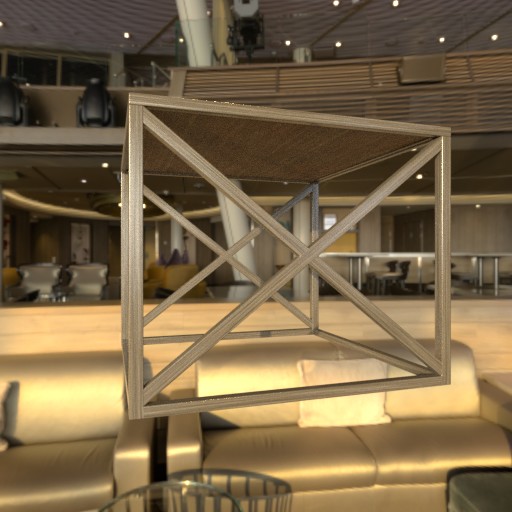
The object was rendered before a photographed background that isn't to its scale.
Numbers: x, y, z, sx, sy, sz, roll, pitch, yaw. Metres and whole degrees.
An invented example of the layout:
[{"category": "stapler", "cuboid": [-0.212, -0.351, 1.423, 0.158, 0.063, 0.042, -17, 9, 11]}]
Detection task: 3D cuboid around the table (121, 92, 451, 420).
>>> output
[{"category": "table", "cuboid": [0.000, 0.000, 1.069, 0.611, 0.507, 0.609, 0, 0, -18]}]
